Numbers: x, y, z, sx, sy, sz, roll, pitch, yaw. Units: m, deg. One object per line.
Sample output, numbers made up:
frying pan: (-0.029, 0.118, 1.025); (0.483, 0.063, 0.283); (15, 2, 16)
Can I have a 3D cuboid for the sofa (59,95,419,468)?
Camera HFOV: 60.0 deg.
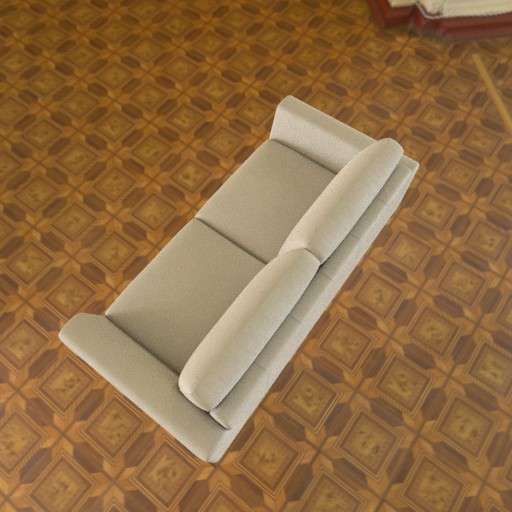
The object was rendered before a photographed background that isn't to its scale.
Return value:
sofa: (0.000, 0.000, 2.536); (0.953, 0.875, 2.017); (33, 68, 16)
